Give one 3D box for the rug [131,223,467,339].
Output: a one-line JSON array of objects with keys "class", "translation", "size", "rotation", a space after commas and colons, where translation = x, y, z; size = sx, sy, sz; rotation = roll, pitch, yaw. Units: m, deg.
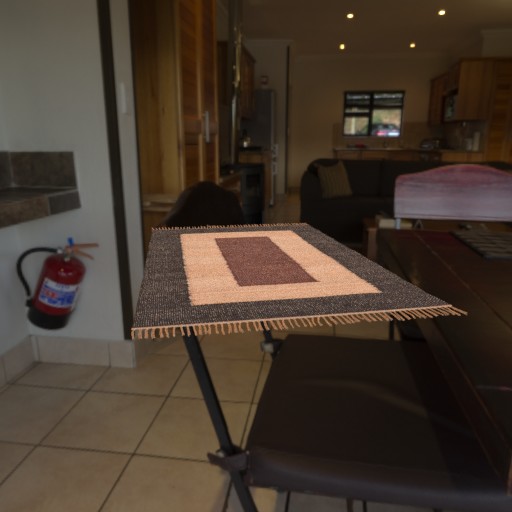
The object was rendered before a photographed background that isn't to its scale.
[{"class": "rug", "translation": [0.000, 0.000, 1.887], "size": [0.920, 0.013, 1.541], "rotation": [-3, 14, -10]}]
